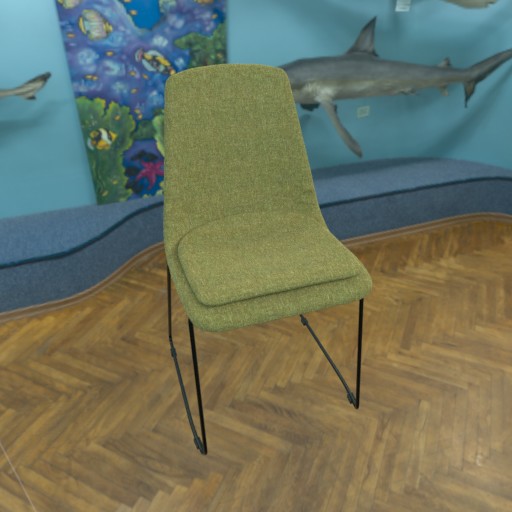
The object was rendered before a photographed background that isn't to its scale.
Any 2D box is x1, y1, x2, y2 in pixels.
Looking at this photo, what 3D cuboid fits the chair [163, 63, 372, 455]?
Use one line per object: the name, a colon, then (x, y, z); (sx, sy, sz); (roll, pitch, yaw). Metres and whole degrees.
chair: (0.000, 0.000, 1.148); (0.479, 0.849, 0.496); (-11, 35, -16)
